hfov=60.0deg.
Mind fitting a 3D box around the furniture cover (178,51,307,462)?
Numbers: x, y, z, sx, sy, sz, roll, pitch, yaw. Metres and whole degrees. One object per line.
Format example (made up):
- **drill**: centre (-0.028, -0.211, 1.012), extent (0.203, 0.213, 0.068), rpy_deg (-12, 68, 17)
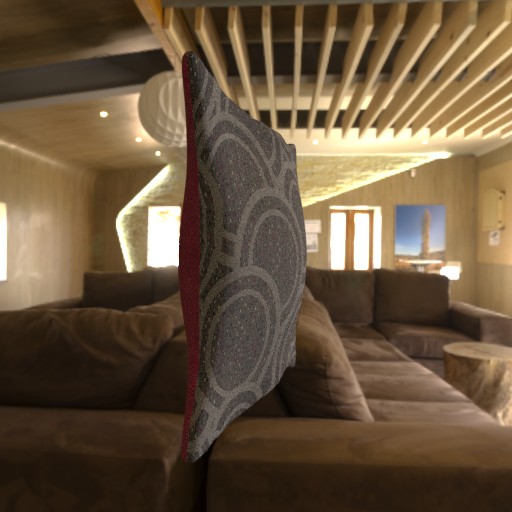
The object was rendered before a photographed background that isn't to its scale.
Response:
- **furniture cover**: centre (0.000, 0.000, 0.785), extent (0.163, 0.513, 0.514), rpy_deg (0, 0, 19)
